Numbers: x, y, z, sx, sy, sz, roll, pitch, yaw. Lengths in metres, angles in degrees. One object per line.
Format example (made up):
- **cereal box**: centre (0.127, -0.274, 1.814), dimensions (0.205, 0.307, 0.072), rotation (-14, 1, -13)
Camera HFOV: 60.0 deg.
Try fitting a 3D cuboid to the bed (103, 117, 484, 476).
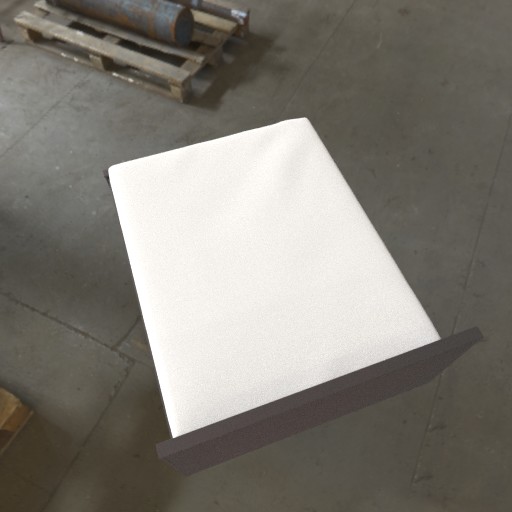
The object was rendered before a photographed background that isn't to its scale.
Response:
- **bed**: centre (0.000, 0.000, 2.901), dimensions (1.634, 0.808, 2.103), rotation (-17, 60, -10)
